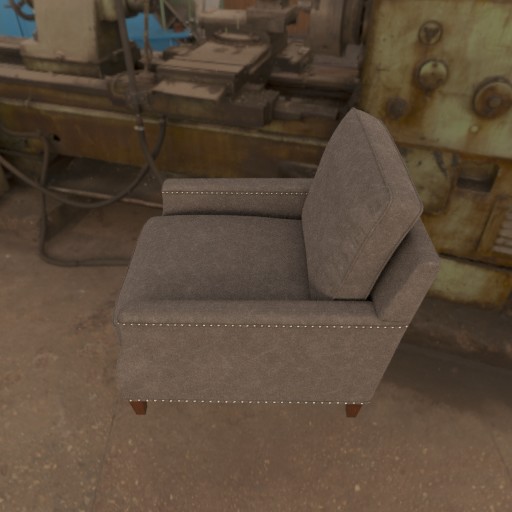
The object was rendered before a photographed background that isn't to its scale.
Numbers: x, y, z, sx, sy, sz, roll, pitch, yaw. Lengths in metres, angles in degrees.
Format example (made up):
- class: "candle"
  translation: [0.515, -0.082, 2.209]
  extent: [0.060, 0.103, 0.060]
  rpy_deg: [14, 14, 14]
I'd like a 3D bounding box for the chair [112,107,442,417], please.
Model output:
- class: "chair"
  translation: [0.000, 0.000, 1.716]
  extent: [1.014, 0.948, 0.853]
  rpy_deg: [1, 40, 1]
